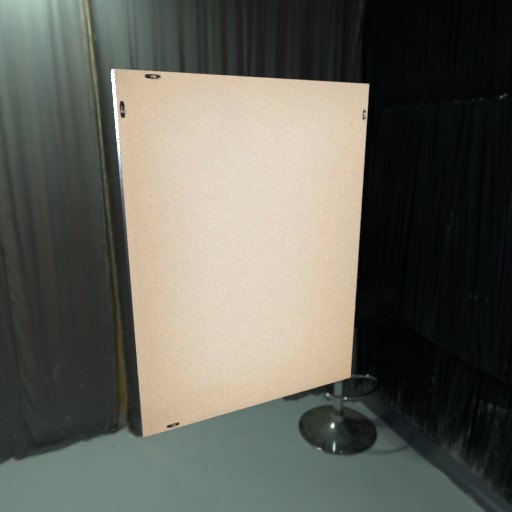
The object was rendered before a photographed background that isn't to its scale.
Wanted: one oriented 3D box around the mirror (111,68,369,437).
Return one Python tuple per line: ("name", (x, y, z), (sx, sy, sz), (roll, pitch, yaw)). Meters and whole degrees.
("mirror", (0.000, 0.000, 1.353), (0.762, 1.016, 0.041), (-7, 17, -25))
